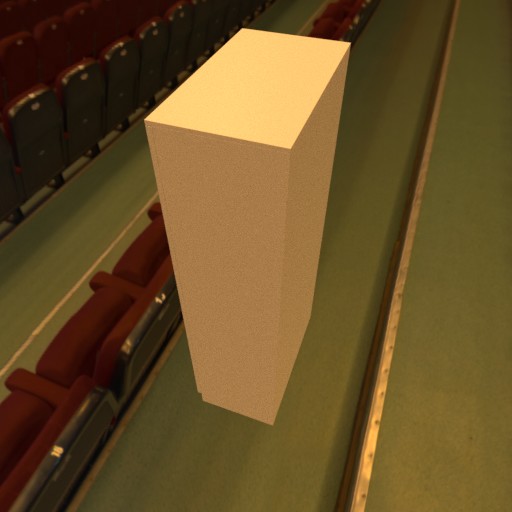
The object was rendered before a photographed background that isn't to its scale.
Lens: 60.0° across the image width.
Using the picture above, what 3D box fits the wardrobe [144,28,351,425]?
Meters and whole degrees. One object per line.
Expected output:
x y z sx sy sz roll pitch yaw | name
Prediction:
0.000 0.000 2.060 0.470 1.700 0.760 15 48 14 | wardrobe
